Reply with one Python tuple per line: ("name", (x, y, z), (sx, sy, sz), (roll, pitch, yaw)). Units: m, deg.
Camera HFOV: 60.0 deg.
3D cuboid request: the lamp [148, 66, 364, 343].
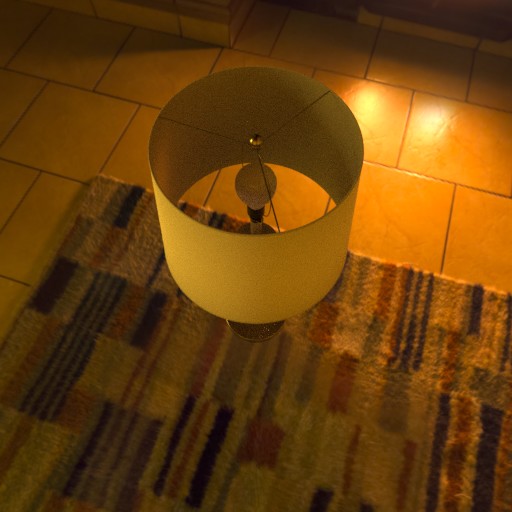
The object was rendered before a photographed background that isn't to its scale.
("lamp", (0.000, 0.000, 0.882), (0.333, 0.696, 0.333), (0, 64, 0))
